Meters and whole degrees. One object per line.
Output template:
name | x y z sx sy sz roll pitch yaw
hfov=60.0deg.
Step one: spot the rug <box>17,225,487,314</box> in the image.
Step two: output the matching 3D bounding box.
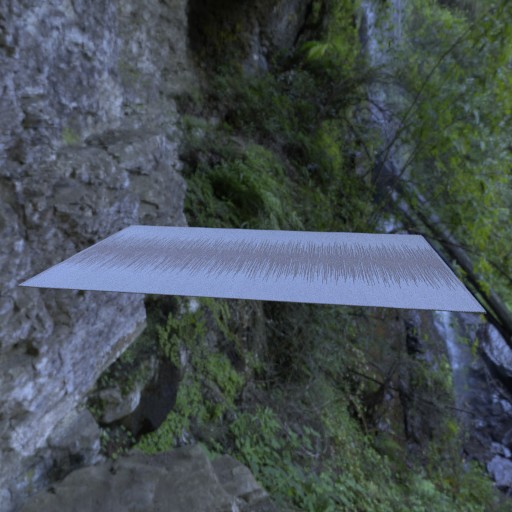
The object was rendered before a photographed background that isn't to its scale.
rug | 0.000 0.000 2.989 2.440 0.012 1.522 3 17 8
